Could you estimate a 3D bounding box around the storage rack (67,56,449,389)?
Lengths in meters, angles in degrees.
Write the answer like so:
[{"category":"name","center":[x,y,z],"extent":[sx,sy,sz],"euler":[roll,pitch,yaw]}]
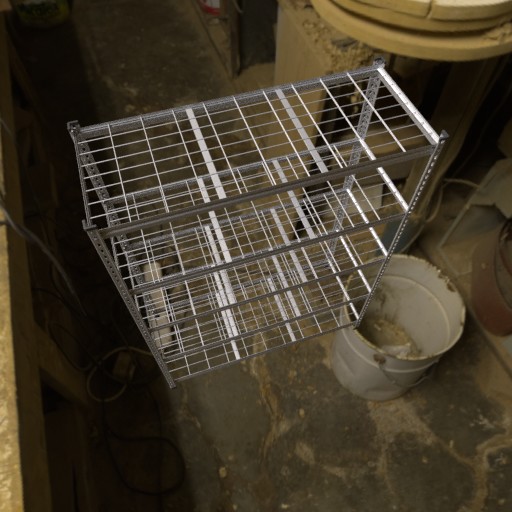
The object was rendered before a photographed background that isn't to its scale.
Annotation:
[{"category":"storage rack","center":[0.000,0.000,2.724],"extent":[1.524,1.981,0.610],"euler":[-16,58,-10]}]
